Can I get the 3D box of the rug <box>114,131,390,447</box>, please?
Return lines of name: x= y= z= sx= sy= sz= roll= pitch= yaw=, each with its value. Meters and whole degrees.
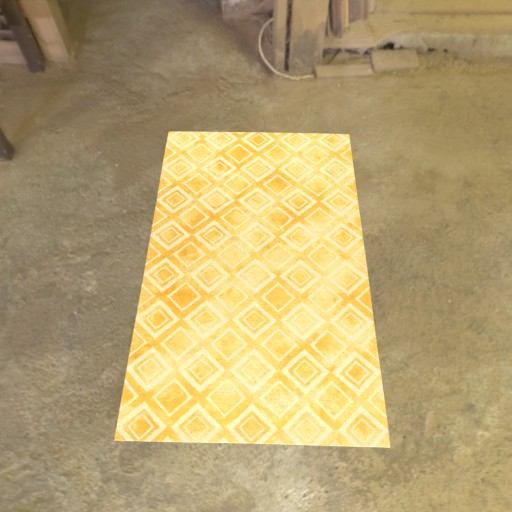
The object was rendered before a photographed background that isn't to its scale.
rug: x=0.000 y=0.000 z=3.060 sx=1.511 sy=0.010 sz=2.424 roll=1 pitch=58 yaw=1
